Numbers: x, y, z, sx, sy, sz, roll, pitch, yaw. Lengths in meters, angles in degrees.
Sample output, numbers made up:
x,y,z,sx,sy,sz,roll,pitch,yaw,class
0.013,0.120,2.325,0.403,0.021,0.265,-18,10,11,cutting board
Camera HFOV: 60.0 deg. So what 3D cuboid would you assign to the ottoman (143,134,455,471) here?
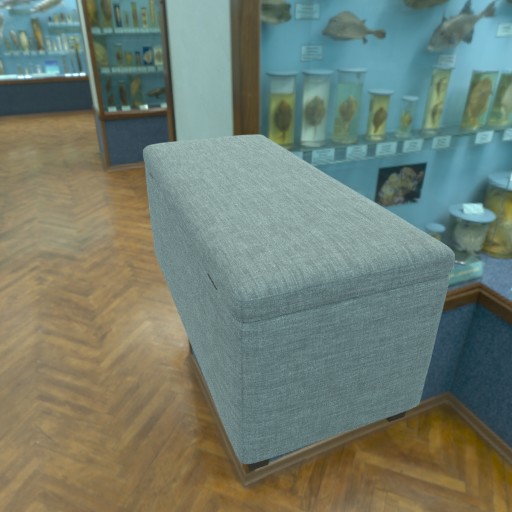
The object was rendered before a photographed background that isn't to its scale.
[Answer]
x,y,z,sx,sy,sz,roll,pitch,yaw,class
0.000,0.000,1.137,0.419,0.432,0.902,-11,30,-19,ottoman
